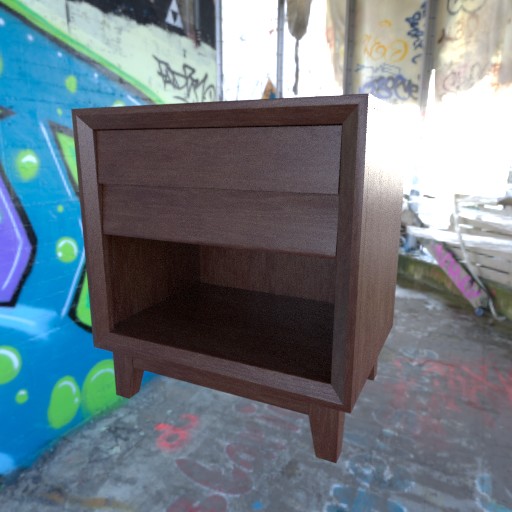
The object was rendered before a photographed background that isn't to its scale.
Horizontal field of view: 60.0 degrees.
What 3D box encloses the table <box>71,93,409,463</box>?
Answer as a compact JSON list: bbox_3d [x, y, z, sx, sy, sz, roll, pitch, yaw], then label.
[{"bbox_3d":[0.000,0.000,0.984,0.557,0.609,0.449,7,15,25],"label":"table"}]
